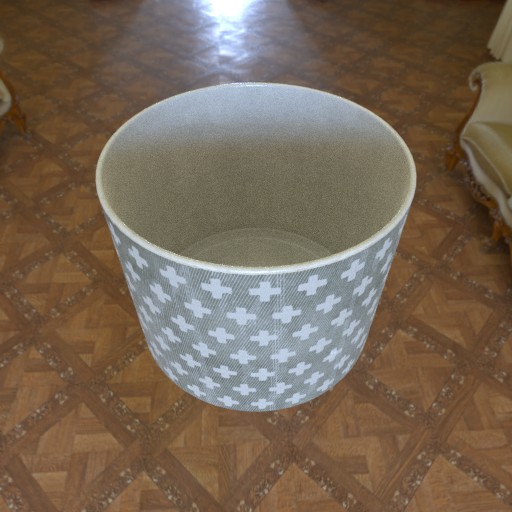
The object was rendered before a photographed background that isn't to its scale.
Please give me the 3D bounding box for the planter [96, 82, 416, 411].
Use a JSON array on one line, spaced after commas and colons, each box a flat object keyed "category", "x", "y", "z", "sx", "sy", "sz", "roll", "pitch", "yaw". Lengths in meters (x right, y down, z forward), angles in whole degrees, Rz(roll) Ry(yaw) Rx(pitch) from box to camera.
[{"category": "planter", "x": 0.000, "y": 0.000, "z": 0.335, "sx": 0.190, "sy": 0.181, "sz": 0.190, "roll": 0, "pitch": 47, "yaw": 0}]
